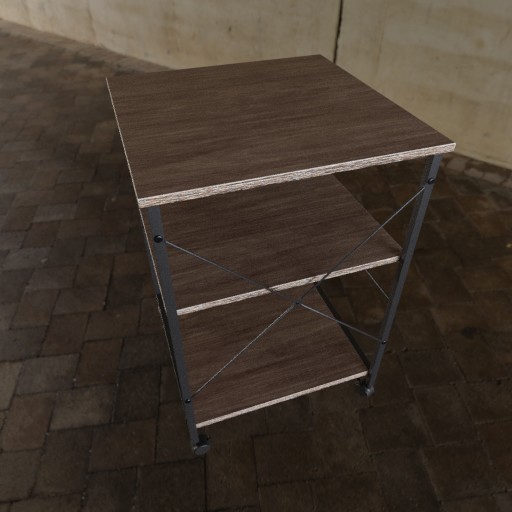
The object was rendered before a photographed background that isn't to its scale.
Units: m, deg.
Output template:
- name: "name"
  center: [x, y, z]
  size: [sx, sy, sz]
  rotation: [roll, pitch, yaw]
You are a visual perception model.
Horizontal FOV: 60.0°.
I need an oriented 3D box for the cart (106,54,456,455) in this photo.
- name: "cart"
  center: [0.000, 0.000, 1.101]
  size: [0.521, 0.762, 0.520]
  rotation: [-13, 42, -14]
